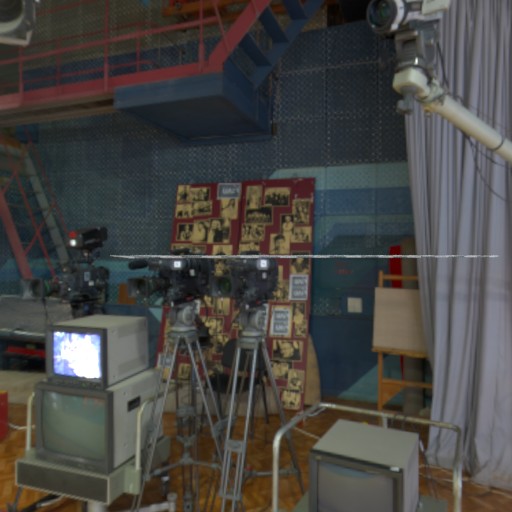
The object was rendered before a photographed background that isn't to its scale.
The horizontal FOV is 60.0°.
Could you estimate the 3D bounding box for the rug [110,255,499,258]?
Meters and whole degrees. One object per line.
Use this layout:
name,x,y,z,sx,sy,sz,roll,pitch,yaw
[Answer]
rug,0.000,0.000,4.001,2.432,0.013,3.021,0,0,-19
